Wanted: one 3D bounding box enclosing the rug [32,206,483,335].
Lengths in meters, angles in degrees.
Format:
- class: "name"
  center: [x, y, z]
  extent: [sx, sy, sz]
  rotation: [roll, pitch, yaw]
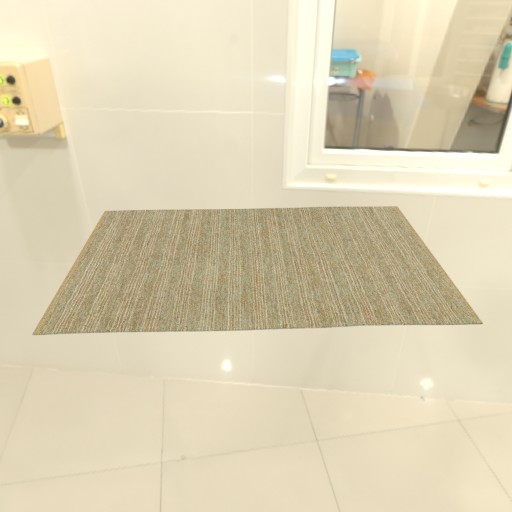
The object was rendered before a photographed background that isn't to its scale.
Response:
- class: "rug"
  center: [0.000, 0.000, 3.057]
  extent: [2.448, 0.012, 1.540]
  rotation: [-1, 31, -2]
